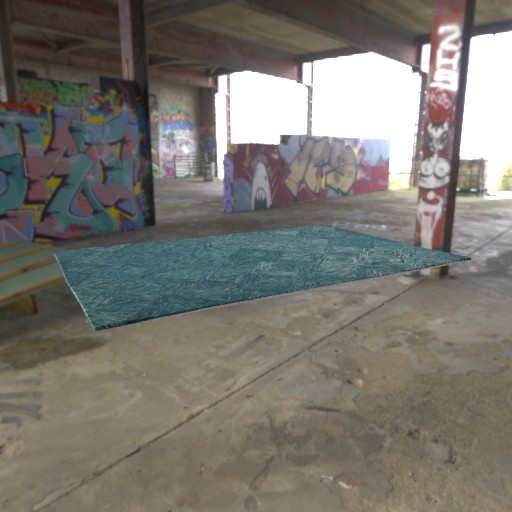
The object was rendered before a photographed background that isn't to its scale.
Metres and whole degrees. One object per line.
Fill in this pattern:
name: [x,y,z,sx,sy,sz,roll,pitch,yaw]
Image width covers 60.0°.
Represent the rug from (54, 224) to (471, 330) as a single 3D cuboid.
rug: [0.000,0.000,2.170,1.728,0.017,1.136,-7,15,-29]
